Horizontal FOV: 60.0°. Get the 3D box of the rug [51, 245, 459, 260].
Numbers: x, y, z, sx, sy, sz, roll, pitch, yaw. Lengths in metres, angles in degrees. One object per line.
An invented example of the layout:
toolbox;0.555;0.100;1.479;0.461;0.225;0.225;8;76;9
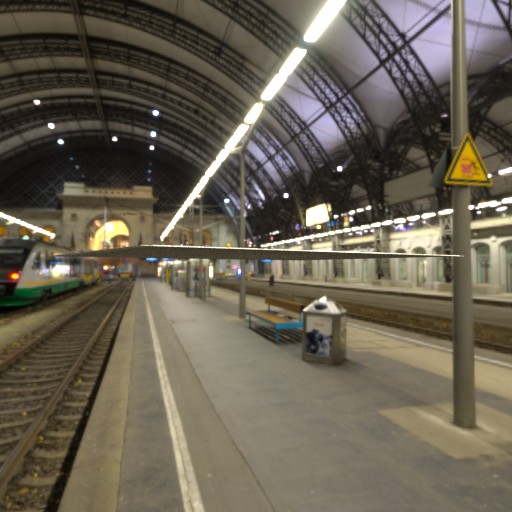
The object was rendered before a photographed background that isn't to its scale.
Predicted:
rug;0.000;0.000;2.153;1.634;0.003;1.190;1;-2;-36
